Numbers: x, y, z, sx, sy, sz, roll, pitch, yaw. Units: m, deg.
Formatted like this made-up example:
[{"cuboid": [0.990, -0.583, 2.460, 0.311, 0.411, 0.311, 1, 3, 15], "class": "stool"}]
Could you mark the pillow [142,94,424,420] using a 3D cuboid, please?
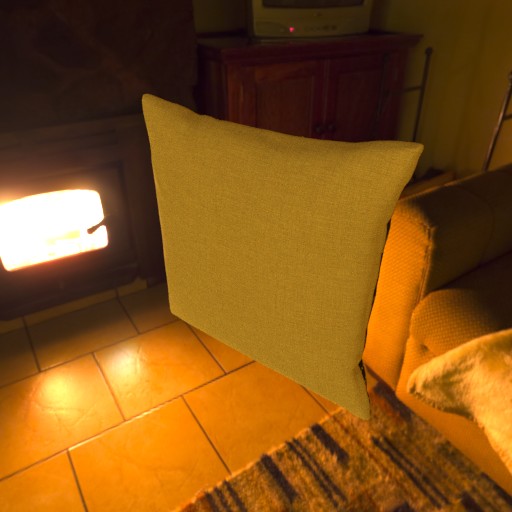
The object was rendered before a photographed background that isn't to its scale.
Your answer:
[{"cuboid": [0.000, 0.000, 0.805, 0.517, 0.508, 0.158, 22, 37, 31], "class": "pillow"}]
